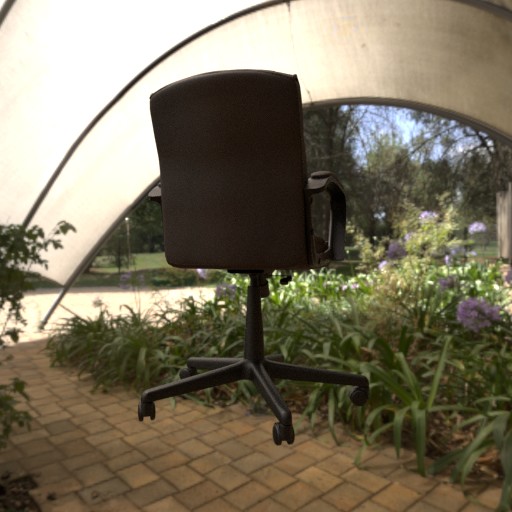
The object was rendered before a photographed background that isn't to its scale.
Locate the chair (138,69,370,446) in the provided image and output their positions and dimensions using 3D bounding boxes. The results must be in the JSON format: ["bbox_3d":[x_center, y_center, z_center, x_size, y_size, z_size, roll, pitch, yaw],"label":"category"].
[{"bbox_3d":[0.000,0.000,1.513,0.739,1.004,0.717,0,0,19],"label":"chair"}]
